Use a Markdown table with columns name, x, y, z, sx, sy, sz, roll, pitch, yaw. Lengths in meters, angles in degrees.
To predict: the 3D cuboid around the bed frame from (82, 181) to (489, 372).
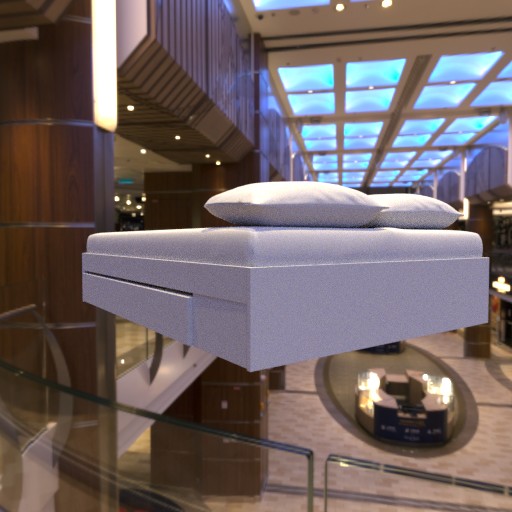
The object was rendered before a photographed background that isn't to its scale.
| name | x | y | z | sx | sy | sz | roll | pitch | yaw |
| --- | --- | --- | --- | --- | --- | --- | --- | --- | --- |
| bed frame | 0.000 | 0.000 | 2.555 | 1.450 | 0.629 | 1.950 | -1 | 2 | -35 |
